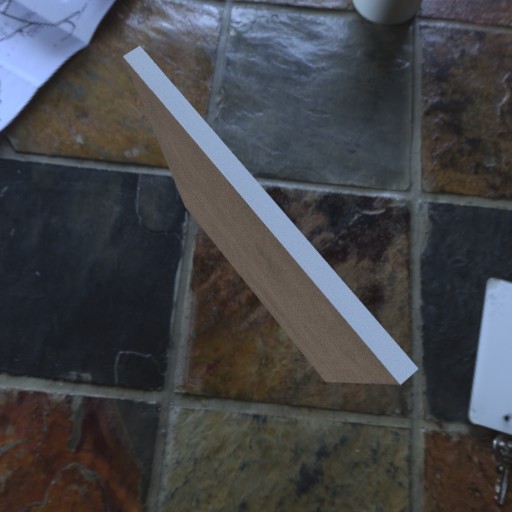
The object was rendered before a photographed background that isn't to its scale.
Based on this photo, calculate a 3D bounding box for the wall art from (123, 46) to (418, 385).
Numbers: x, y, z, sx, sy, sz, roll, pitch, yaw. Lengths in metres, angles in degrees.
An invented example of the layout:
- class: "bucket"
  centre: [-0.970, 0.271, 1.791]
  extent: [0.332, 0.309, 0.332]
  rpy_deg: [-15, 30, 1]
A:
- class: "wall art"
  centre: [0.000, 0.000, 0.673]
  extent: [0.023, 0.453, 0.455]
  rpy_deg: [-37, 78, -10]
